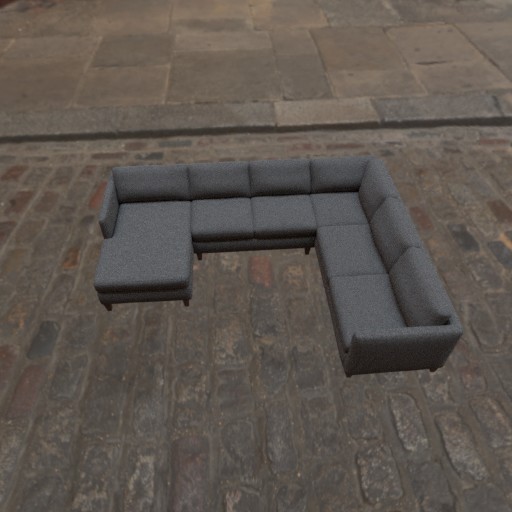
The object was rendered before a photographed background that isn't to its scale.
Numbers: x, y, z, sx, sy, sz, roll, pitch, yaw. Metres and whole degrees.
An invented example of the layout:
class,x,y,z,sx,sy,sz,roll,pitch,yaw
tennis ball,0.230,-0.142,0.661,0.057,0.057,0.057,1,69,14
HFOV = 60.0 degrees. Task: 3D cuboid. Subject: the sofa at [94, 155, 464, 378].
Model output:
class,x,y,z,sx,sy,sz,roll,pitch,yaw
sofa,0.000,0.000,4.557,3.238,0.853,2.551,-3,46,-3
